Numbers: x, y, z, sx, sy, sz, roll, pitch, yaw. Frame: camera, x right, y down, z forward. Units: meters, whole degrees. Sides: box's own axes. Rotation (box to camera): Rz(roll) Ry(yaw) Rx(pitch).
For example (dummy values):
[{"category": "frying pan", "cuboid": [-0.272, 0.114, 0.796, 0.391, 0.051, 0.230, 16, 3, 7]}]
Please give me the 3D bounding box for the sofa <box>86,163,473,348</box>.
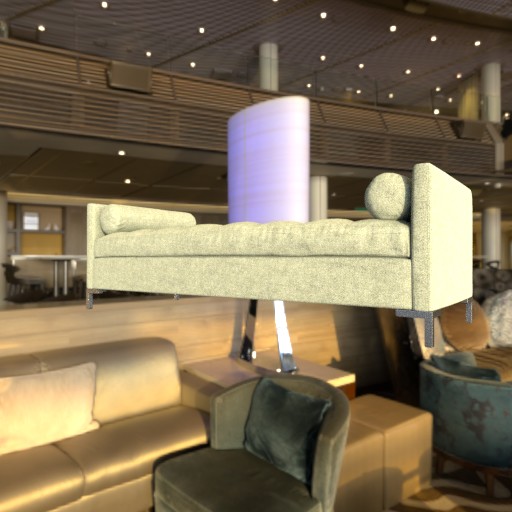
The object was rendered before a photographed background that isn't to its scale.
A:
[{"category": "sofa", "cuboid": [0.000, 0.000, 2.478, 2.102, 0.657, 0.797, 0, 0, 36]}]
